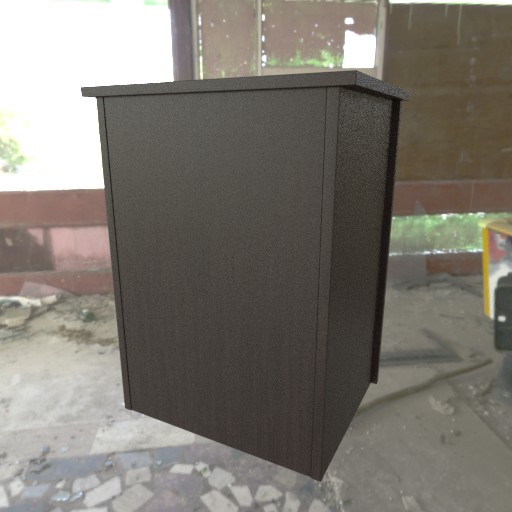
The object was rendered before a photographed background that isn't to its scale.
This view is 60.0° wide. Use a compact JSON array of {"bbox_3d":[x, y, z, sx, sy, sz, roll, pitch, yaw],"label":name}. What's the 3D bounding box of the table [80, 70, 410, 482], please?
[{"bbox_3d":[0.000,0.000,0.900,0.480,0.635,0.381,8,18,27],"label":"table"}]
